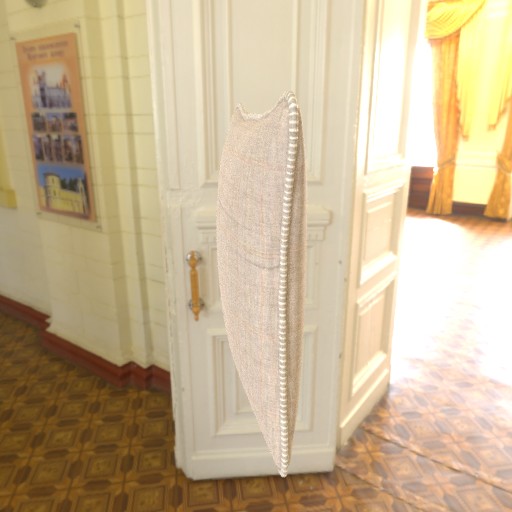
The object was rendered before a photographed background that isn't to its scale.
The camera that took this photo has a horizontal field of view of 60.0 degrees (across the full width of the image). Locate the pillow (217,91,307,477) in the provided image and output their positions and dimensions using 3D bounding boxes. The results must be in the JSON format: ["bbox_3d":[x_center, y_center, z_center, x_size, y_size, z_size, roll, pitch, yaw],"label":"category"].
[{"bbox_3d":[0.000,0.000,0.737,0.124,0.494,0.485,-3,18,-9],"label":"pillow"}]
